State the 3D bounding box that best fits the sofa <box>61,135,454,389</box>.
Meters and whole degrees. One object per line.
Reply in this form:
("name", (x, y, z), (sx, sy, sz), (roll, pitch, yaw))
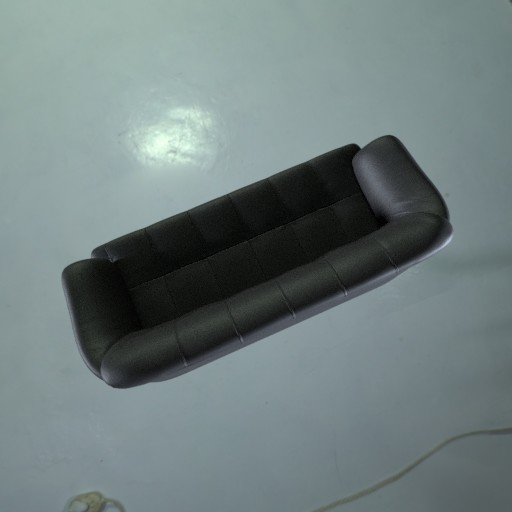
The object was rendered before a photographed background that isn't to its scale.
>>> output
("sofa", (0.000, 0.000, 2.281), (1.829, 0.811, 0.800), (-23, 77, -6))
